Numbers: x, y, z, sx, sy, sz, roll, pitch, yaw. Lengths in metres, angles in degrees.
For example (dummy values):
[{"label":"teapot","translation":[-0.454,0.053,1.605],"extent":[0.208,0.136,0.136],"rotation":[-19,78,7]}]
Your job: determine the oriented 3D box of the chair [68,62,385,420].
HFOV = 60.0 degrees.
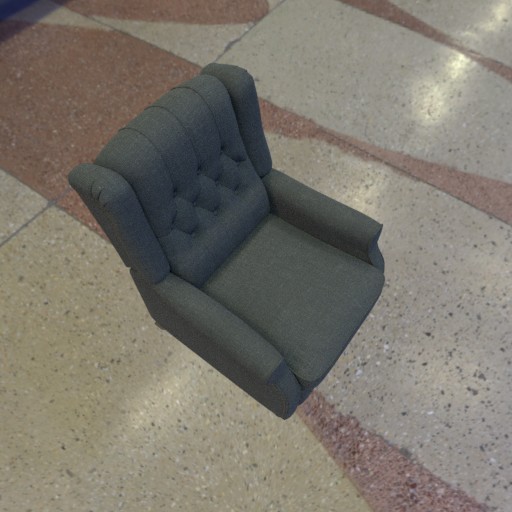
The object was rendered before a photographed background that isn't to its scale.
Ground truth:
[{"label":"chair","translation":[0.000,0.000,1.658],"extent":[0.898,1.035,0.742],"rotation":[33,64,18]}]
